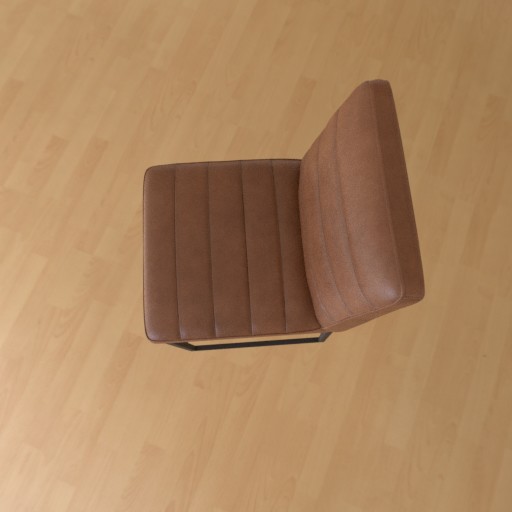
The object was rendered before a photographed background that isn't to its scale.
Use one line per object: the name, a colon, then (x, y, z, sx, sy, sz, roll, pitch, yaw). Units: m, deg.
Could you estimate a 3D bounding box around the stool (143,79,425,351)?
stool: (0.000, 0.000, 1.221, 0.556, 0.940, 0.458, -4, 75, -1)
